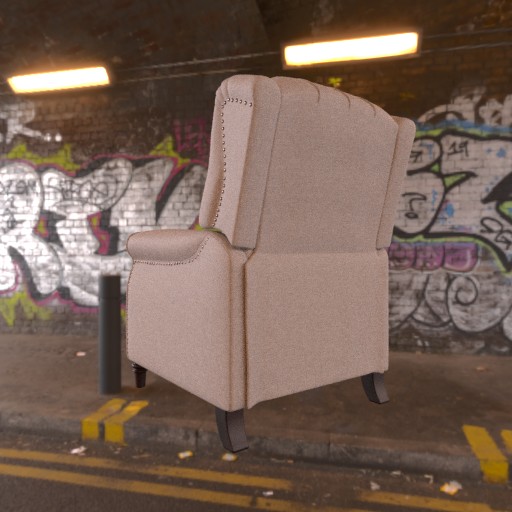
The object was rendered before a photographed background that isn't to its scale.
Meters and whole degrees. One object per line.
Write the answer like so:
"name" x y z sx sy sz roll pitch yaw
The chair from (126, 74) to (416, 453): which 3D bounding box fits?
"chair" 0.000 0.000 1.629 0.742 1.035 0.902 -1 1 -37
